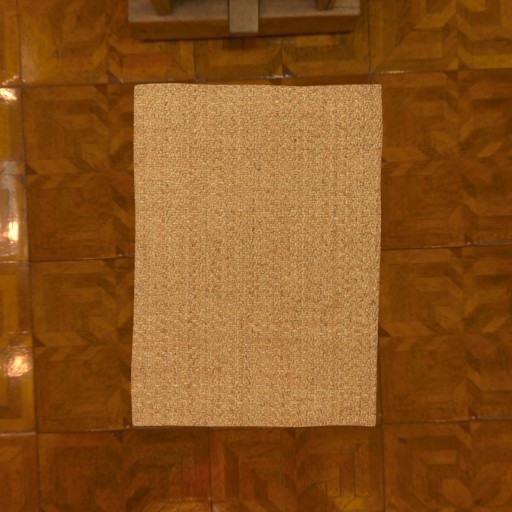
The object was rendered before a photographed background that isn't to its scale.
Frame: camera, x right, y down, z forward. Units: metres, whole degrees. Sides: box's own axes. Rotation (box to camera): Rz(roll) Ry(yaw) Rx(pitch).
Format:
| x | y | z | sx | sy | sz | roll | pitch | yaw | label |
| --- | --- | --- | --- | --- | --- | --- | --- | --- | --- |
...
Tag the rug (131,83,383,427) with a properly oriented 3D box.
| x | y | z | sx | sy | sz | roll | pitch | yaw | label |
| --- | --- | --- | --- | --- | --- | --- | --- | --- | --- |
| 0.000 | 0.000 | 2.763 | 1.566 | 0.013 | 2.141 | 0 | 91 | 1 | rug |
